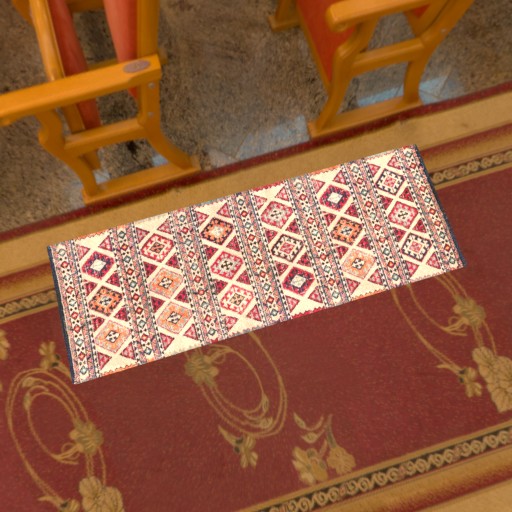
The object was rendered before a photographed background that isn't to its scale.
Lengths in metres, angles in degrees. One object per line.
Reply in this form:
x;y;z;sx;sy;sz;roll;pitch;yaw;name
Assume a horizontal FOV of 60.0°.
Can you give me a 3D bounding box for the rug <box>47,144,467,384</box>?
0.000;0.000;2.628;2.362;0.008;0.832;-16;76;-4;rug
